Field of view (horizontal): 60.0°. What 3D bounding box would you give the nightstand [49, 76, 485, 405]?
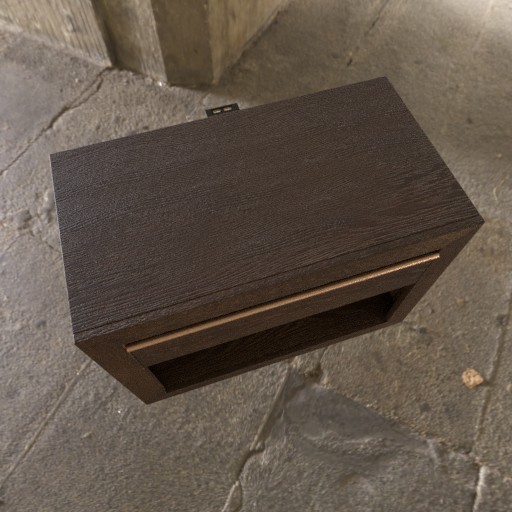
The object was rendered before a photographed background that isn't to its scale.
[{"bbox_3d":[0.000,0.000,1.155,0.775,0.612,0.457,-16,63,-8],"label":"nightstand"}]
